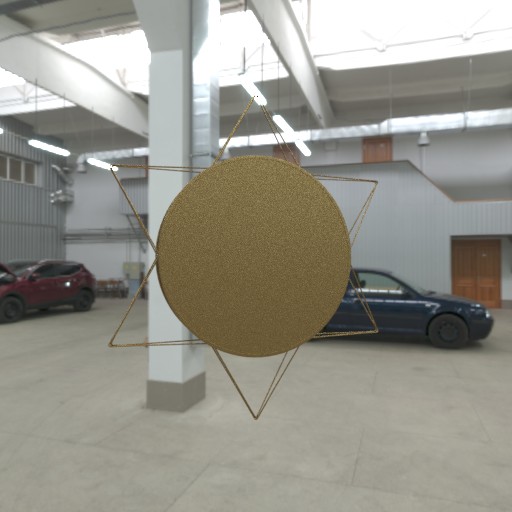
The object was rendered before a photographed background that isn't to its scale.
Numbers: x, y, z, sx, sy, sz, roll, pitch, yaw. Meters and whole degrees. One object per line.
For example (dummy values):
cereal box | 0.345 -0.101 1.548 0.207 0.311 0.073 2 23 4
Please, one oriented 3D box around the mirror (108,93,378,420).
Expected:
mirror | 0.000 0.000 0.789 0.498 0.581 0.062 0 -1 -17
